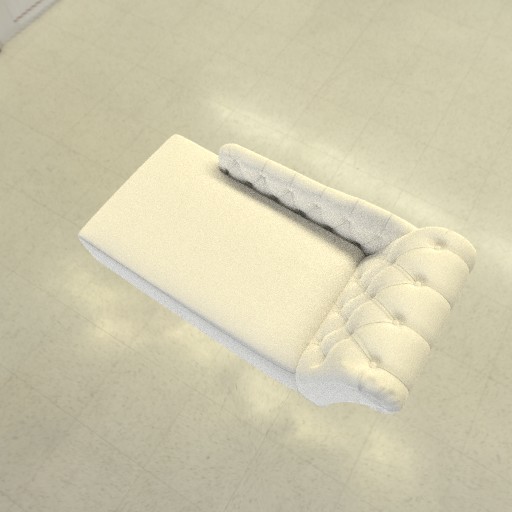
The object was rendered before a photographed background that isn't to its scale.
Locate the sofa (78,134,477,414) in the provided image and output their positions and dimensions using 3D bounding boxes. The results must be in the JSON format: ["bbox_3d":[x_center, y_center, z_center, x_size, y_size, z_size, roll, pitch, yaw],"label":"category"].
[{"bbox_3d":[0.000,0.000,1.791,1.379,0.787,0.675,31,68,14],"label":"sofa"}]
